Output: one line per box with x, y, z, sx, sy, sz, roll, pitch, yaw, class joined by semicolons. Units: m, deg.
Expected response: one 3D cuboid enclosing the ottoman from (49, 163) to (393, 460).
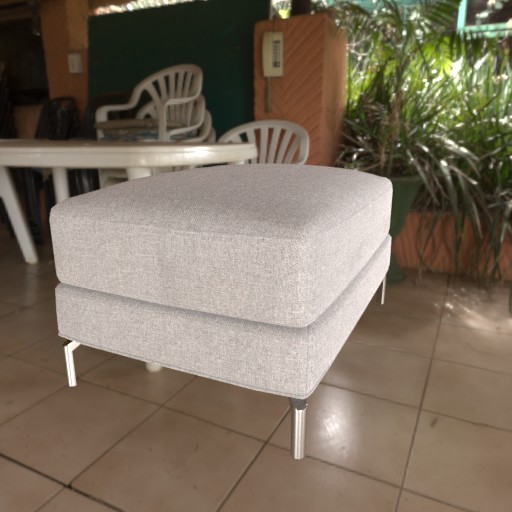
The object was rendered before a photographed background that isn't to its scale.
0.000;0.000;1.162;0.584;0.457;0.838;7;17;24;ottoman
